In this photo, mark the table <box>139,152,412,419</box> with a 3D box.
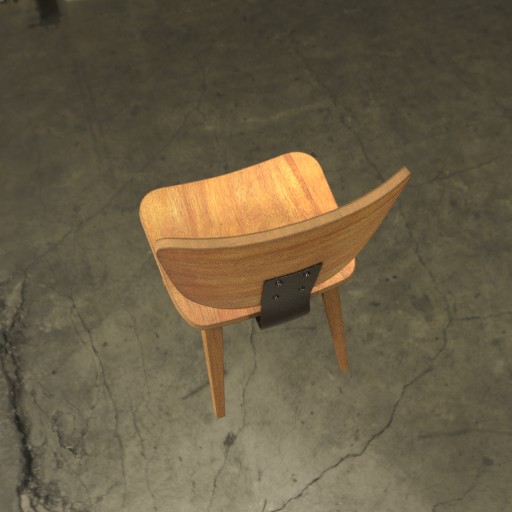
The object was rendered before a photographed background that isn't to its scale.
[{"bbox_3d":[0.000,0.000,1.088,0.499,0.805,0.500,-17,61,-10],"label":"table"}]
